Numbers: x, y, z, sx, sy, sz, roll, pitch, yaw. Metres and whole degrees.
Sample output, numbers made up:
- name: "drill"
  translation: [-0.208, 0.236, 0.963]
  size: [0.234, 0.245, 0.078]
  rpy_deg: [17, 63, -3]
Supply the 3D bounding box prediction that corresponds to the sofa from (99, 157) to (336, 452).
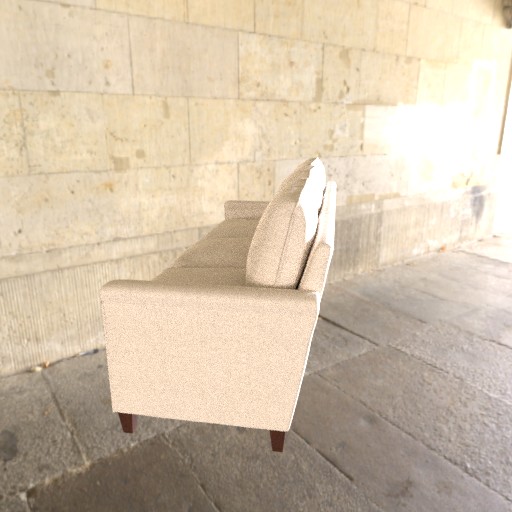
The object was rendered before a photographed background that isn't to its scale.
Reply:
- name: "sofa"
  translation: [0.000, 0.000, 2.431]
  size: [0.828, 0.961, 1.925]
  rpy_deg: [3, 17, 10]
